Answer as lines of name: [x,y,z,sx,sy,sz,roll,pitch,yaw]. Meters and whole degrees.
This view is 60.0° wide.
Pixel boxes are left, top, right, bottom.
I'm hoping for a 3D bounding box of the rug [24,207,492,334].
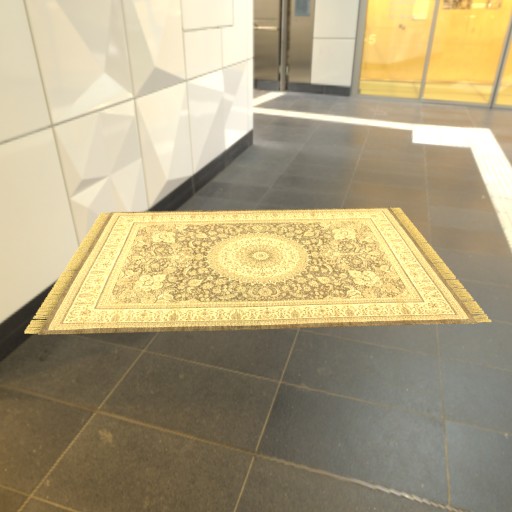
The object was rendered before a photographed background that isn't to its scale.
rug: [0.000,0.000,4.153,3.422,0.015,2.143,-1,30,-2]
